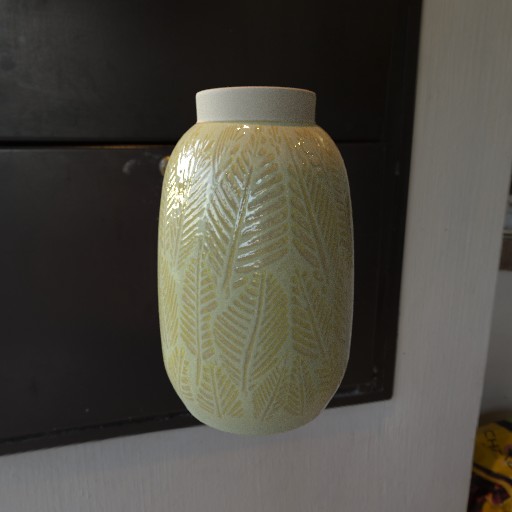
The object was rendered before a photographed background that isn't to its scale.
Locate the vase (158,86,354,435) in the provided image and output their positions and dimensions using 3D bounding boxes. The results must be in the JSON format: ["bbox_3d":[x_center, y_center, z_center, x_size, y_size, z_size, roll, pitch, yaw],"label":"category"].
[{"bbox_3d":[0.000,0.000,0.391,0.172,0.270,0.172,0,14,0],"label":"vase"}]
